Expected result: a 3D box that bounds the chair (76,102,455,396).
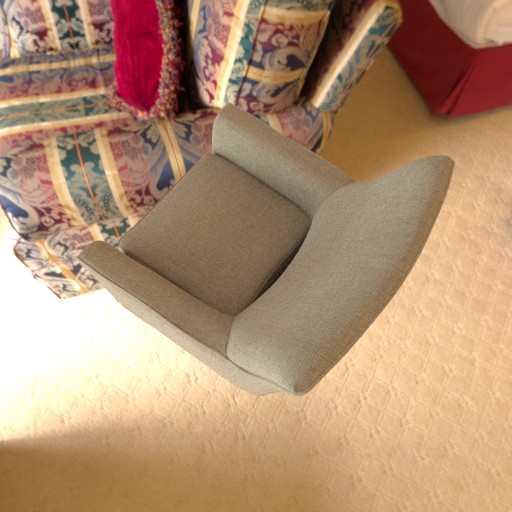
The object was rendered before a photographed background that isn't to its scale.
[{"bbox_3d":[0.000,0.000,1.748,0.993,1.047,0.887,33,69,14],"label":"chair"}]
